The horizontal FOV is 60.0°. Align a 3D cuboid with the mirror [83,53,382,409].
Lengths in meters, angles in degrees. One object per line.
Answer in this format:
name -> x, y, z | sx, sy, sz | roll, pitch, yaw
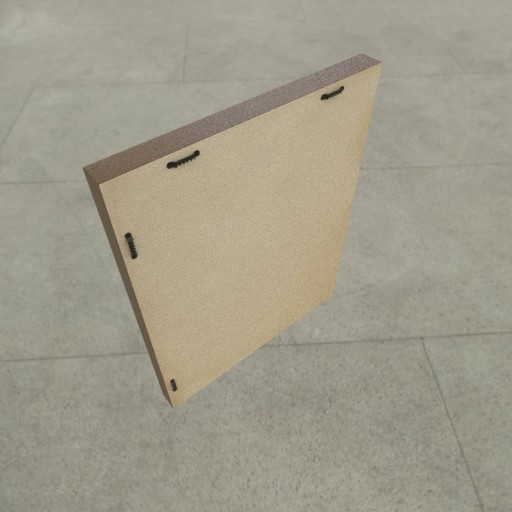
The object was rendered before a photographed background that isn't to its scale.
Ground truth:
mirror -> 0.000, 0.000, 0.698 | 0.406, 0.509, 0.041 | -31, 55, -25
